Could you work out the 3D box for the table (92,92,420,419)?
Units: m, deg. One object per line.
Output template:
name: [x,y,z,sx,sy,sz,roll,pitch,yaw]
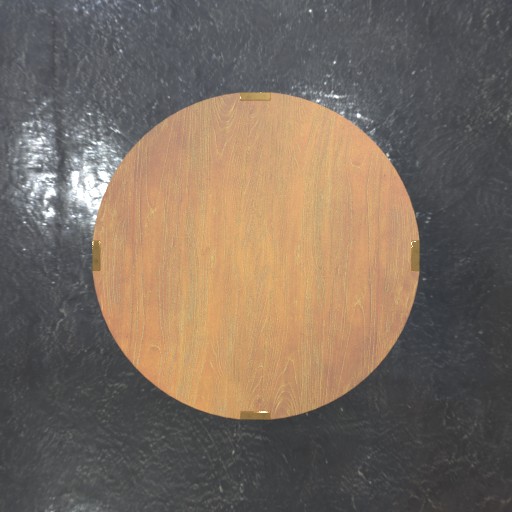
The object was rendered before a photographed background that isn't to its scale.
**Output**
table: [0.000,0.000,1.699,1.100,0.420,1.100,0,90,1]
